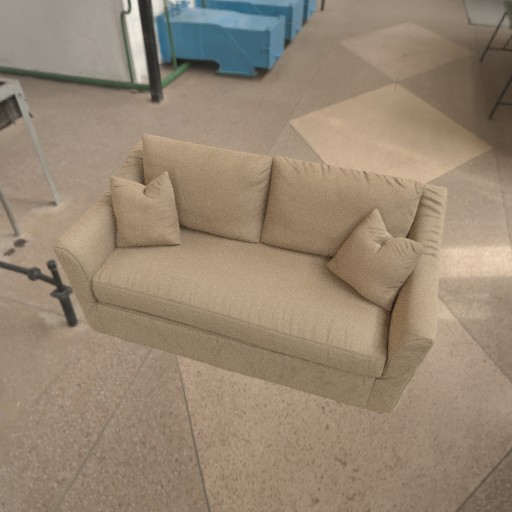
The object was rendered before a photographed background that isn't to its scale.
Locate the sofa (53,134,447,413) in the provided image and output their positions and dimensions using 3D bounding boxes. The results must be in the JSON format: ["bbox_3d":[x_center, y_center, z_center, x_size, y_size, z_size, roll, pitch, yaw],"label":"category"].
[{"bbox_3d":[0.000,0.000,2.655,2.010,1.018,1.072,13,43,14],"label":"sofa"}]
